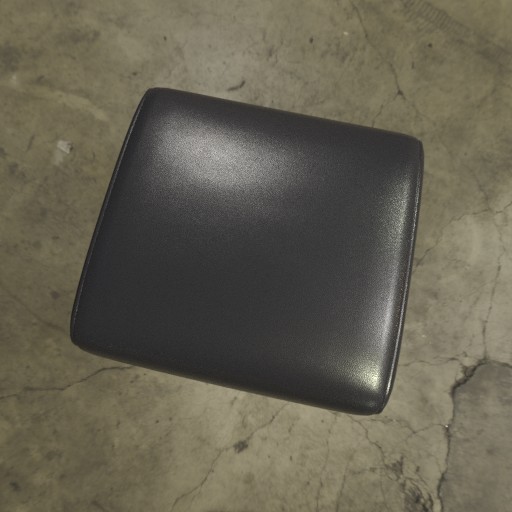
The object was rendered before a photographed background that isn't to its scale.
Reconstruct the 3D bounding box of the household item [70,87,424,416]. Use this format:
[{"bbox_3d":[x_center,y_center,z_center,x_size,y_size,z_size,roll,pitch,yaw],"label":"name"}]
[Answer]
[{"bbox_3d":[0.000,0.000,0.886,0.530,0.410,0.530,12,76,3],"label":"household item"}]
